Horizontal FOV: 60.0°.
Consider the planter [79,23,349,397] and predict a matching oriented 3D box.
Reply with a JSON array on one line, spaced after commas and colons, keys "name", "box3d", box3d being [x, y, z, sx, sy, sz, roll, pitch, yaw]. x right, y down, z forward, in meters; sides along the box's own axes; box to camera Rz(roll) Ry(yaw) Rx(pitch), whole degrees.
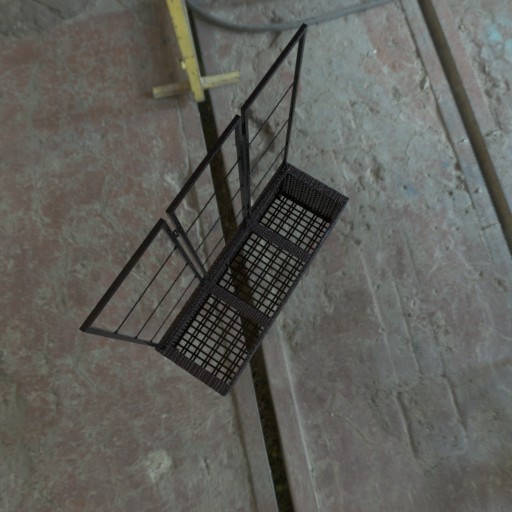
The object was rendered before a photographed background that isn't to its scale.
[{"name": "planter", "box3d": [0.000, 0.000, 1.144, 0.244, 0.841, 0.699, 32, 78, 8]}]
